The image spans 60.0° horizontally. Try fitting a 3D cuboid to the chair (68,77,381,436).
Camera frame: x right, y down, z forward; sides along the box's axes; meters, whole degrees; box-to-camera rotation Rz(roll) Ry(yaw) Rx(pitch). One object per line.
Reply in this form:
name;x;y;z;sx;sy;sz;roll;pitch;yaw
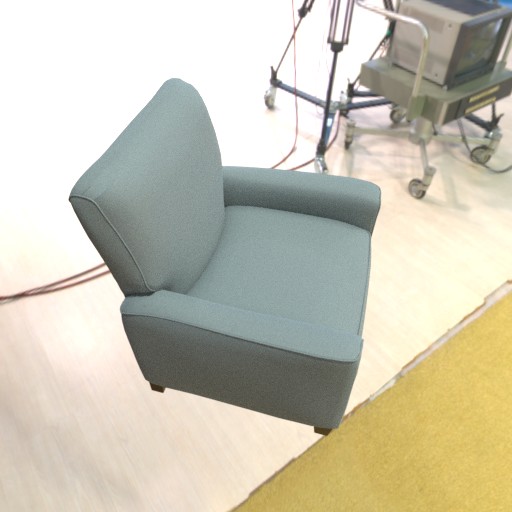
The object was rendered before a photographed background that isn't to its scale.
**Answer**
chair;0.000;0.000;1.621;0.846;1.007;0.853;11;48;10
